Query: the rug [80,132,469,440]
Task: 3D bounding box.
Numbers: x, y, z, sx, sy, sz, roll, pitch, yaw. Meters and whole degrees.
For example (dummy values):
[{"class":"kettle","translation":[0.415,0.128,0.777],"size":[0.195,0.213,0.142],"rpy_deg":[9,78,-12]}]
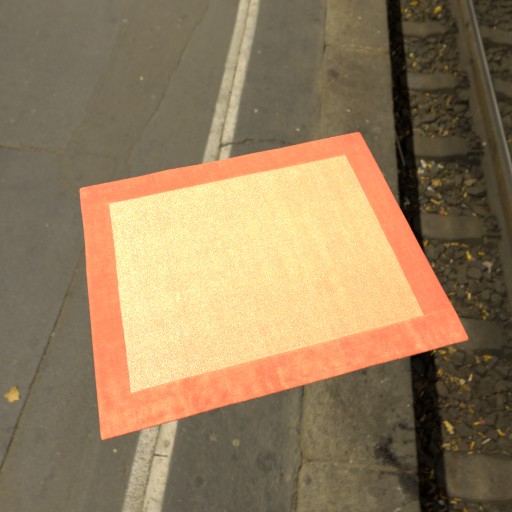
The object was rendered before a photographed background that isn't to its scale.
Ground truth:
[{"class":"rug","translation":[0.000,0.000,4.001],"size":[2.976,0.018,2.430],"rpy_deg":[-13,60,-8]}]
